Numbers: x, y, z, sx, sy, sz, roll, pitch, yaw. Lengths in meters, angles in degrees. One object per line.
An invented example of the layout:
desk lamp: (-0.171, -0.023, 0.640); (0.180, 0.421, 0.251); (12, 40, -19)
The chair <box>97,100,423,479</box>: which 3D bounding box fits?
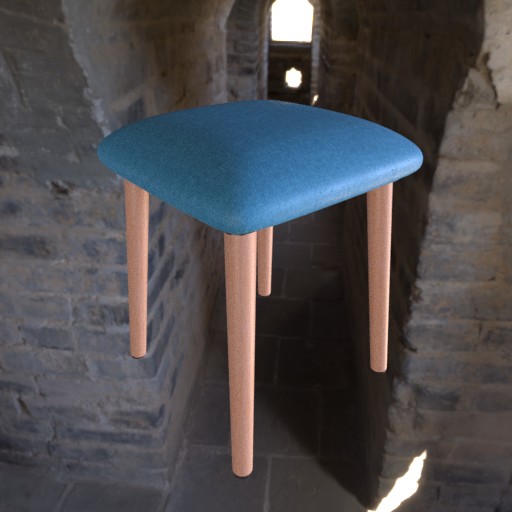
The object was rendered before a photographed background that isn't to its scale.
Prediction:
chair: (0.000, 0.000, 0.715); (0.360, 0.450, 0.360); (-22, 36, -34)
